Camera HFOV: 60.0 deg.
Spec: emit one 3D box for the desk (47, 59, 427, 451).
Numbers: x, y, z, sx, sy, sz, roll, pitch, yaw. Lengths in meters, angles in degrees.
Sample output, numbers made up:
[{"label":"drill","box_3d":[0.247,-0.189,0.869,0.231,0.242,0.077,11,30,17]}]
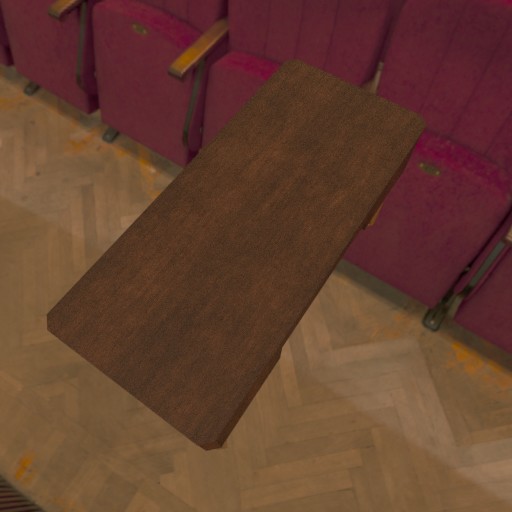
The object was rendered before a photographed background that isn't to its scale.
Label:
[{"label":"desk","box_3d":[0.000,0.000,1.921,0.684,0.762,1.479,31,67,15]}]
